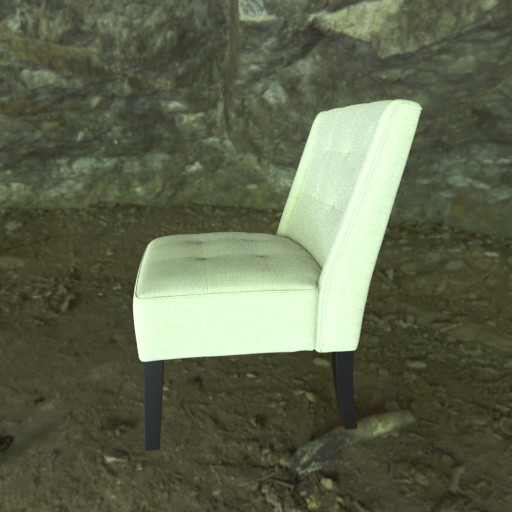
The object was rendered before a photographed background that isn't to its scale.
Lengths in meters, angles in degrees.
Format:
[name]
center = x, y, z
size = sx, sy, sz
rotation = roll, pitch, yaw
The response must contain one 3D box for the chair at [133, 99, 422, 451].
[chair]
center = 0.000, 0.000, 1.309
size = 0.676, 0.853, 0.569
rotation = -3, 16, -9
